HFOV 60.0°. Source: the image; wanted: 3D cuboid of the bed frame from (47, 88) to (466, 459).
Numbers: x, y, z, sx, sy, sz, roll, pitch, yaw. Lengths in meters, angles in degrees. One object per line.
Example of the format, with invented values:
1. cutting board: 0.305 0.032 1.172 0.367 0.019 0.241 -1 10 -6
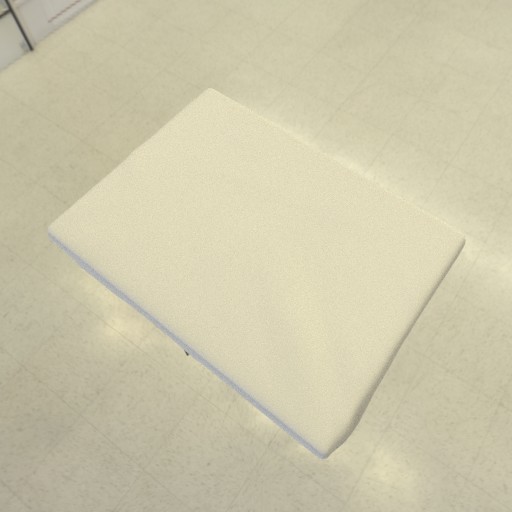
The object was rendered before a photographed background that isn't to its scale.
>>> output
1. bed frame: 0.000 0.000 2.952 2.151 0.667 1.584 35 68 16
